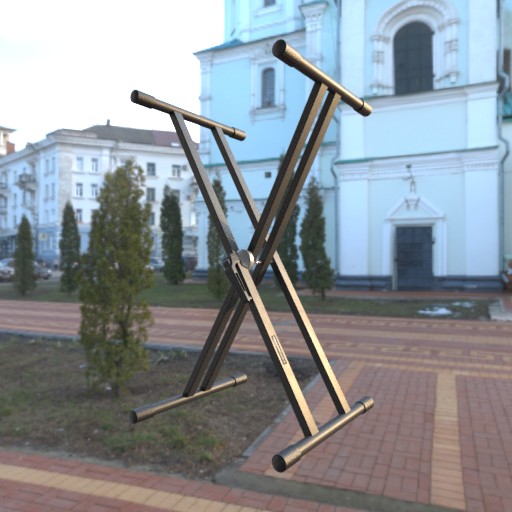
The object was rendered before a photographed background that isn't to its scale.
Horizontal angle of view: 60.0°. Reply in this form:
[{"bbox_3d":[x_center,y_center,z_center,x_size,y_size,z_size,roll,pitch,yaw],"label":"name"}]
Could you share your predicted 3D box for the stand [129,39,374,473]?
[{"bbox_3d":[0.000,0.000,1.253,0.503,0.900,0.495,0,-1,36],"label":"stand"}]
